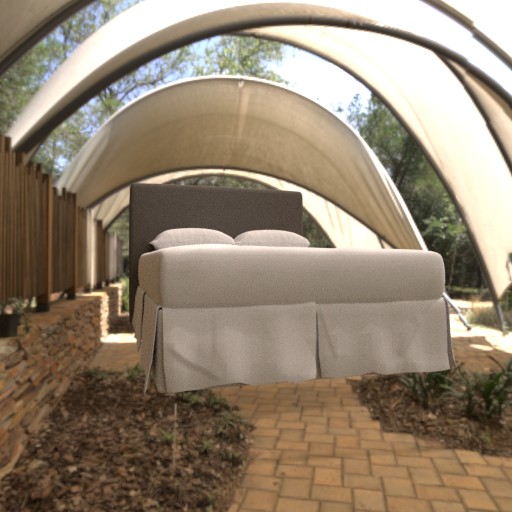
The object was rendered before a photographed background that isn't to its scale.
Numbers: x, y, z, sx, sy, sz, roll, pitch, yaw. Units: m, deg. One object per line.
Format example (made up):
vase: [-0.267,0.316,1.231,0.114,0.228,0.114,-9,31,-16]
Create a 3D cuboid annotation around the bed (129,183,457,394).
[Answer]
bed: [0.000,0.000,3.220,1.723,1.330,2.142,0,-1,-18]
